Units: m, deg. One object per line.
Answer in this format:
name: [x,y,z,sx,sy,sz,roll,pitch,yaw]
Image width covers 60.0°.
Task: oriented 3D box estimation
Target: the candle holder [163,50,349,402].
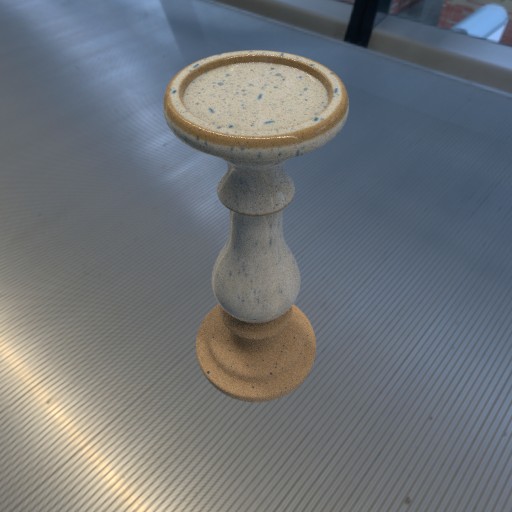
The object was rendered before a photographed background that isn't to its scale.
candle holder: [0.000,0.000,0.254,0.088,0.203,0.088,0,48,0]
